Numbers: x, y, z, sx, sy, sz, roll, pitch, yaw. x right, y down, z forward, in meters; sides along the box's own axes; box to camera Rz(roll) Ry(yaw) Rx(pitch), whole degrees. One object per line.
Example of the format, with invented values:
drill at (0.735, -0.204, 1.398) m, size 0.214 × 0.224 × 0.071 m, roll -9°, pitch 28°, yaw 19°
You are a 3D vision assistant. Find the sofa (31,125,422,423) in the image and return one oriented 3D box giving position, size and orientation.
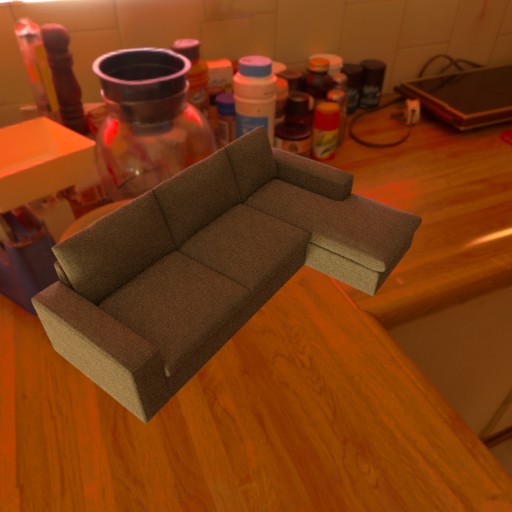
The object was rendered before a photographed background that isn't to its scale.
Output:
sofa at (0.000, 0.000, 3.444) m, size 1.689 × 0.940 × 2.718 m, roll 26°, pitch 47°, yaw 27°
